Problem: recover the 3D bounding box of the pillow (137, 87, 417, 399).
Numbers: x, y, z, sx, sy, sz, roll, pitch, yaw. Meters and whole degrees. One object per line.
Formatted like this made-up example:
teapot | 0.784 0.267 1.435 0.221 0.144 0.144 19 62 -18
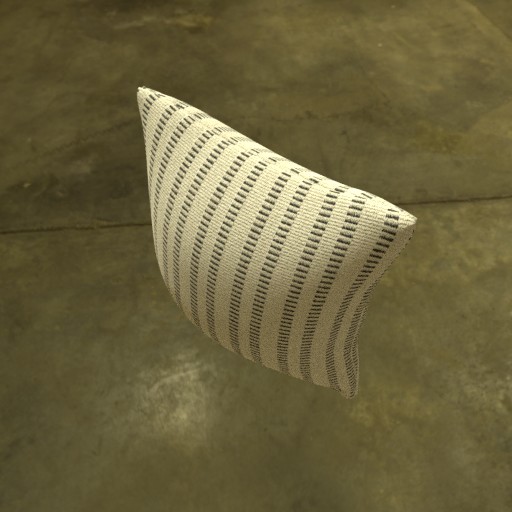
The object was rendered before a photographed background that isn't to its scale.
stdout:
pillow | 0.000 0.000 0.693 0.438 0.419 0.247 32 56 25
